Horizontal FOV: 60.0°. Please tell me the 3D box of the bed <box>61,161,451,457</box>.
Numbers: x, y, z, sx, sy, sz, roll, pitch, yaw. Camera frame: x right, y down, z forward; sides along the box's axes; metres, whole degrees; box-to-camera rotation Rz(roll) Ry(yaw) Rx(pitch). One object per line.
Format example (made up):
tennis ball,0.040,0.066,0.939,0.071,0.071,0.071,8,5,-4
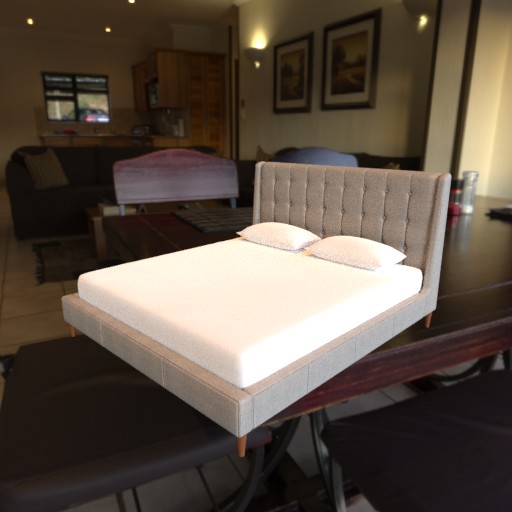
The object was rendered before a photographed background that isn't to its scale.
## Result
bed,0.000,0.000,3.550,2.062,1.289,2.342,15,21,42
